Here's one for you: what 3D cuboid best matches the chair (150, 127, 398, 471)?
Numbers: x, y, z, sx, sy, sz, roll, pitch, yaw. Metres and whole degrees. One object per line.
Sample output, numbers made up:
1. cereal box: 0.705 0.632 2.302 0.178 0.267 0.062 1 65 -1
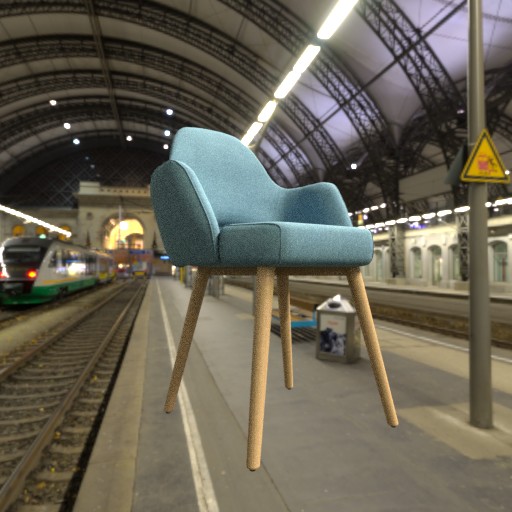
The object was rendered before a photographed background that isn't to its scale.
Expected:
1. chair: 0.000 0.000 1.332 0.589 0.920 0.666 1 -2 -34
